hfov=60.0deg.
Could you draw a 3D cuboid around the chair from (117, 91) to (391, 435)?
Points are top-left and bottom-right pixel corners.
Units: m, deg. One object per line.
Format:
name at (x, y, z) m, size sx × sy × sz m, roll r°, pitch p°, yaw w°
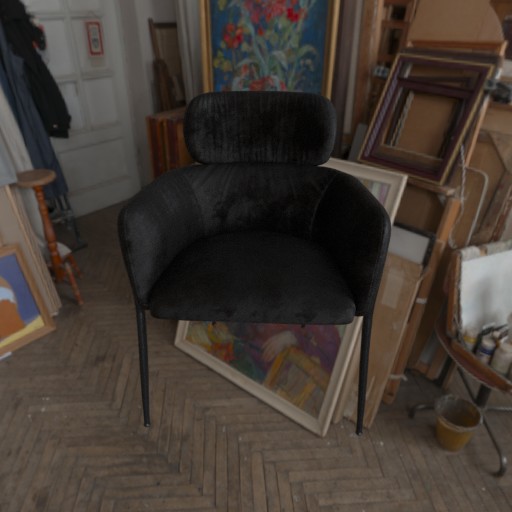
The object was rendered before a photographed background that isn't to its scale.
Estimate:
chair at (0.000, 0.000, 1.291) m, size 0.640 × 0.818 × 0.604 m, roll 1°, pitch 30°, yaw 2°
